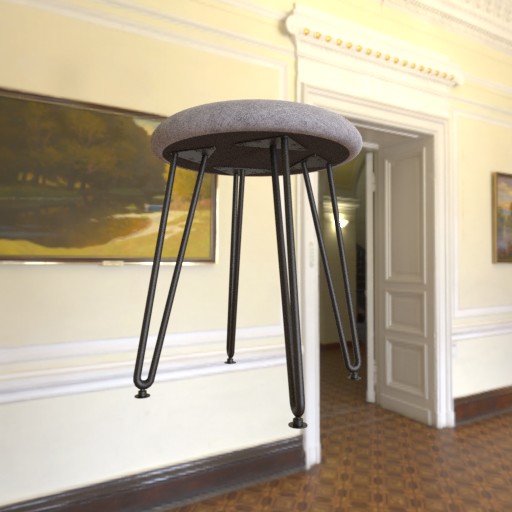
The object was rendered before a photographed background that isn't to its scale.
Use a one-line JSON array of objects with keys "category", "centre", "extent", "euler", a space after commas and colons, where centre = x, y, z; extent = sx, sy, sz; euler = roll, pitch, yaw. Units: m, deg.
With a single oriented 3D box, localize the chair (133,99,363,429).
[{"category": "chair", "centre": [0.000, 0.000, 0.658], "extent": [0.350, 0.386, 0.350], "euler": [0, -1, -17]}]
